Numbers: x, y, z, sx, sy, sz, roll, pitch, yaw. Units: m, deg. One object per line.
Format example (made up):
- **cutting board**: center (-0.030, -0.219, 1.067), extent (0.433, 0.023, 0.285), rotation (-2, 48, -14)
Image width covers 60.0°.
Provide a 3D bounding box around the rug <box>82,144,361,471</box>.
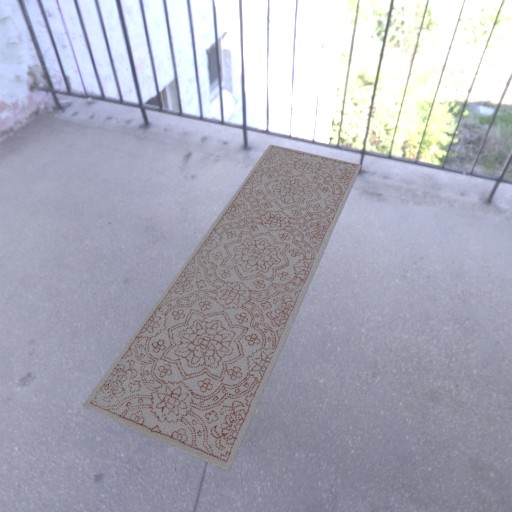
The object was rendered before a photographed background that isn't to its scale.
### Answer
- **rug**: center (0.000, 0.000, 2.764), extent (0.769, 0.012, 2.448), rotation (17, 48, 15)
